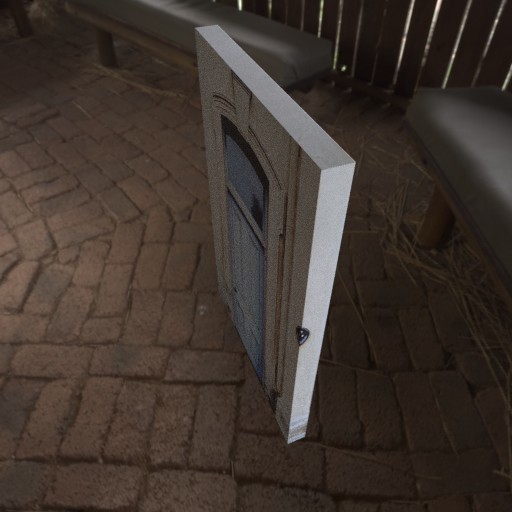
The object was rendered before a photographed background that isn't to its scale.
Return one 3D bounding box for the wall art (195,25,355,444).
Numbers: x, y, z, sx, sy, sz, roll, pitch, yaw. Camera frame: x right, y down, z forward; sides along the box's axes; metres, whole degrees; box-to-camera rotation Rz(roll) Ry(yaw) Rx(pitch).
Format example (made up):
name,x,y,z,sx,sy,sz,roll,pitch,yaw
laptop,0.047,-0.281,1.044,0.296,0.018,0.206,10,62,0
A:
name,x,y,z,sx,sy,sz,roll,pitch,yaw
wall art,0.000,0.000,0.752,0.036,0.607,0.403,-16,47,-15
